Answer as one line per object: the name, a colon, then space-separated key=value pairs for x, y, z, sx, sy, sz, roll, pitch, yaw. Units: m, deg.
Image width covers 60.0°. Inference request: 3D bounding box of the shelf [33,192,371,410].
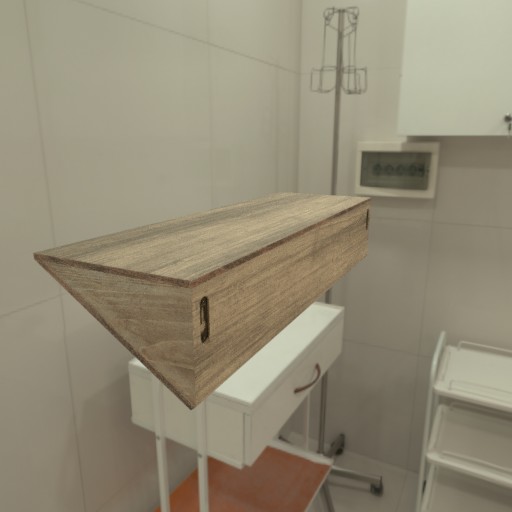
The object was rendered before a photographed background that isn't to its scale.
shelf: x=0.000 y=0.000 z=0.690 sx=0.200 sy=0.125 sz=0.610 roll=8 pitch=17 yaw=27
